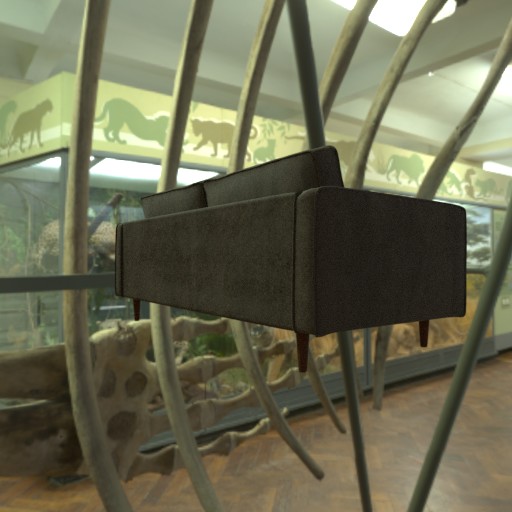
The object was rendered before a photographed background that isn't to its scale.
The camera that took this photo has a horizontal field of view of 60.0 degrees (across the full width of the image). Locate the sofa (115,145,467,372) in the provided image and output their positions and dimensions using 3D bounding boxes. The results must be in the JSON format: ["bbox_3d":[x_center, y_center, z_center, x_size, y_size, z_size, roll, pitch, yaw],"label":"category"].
[{"bbox_3d":[0.000,0.000,2.421,0.924,0.825,1.920,0,0,-36],"label":"sofa"}]
